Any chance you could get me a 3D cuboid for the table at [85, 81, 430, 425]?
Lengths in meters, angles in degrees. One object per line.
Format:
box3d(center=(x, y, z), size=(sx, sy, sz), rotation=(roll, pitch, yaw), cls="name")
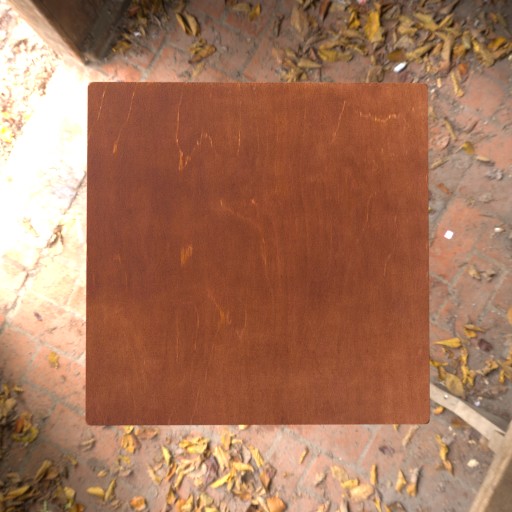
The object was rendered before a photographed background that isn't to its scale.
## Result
box3d(center=(0.000, 0.000, 0.812), size=(0.427, 0.520, 0.427), rotation=(0, 89, -1), cls="table")
